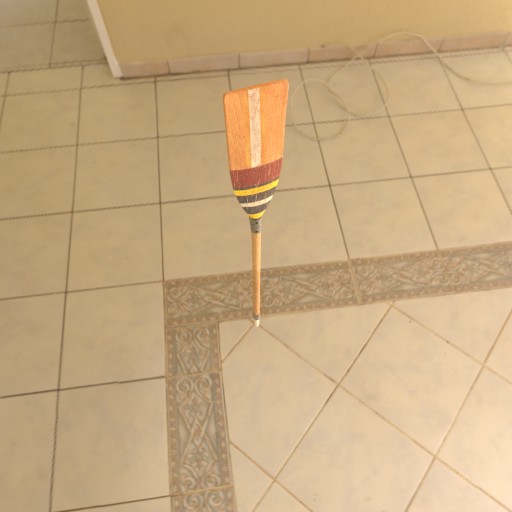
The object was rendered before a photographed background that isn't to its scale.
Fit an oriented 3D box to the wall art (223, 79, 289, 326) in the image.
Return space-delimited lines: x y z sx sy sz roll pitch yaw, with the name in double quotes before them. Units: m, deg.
"wall art" 0.000 0.000 1.631 0.146 1.556 0.038 -15 64 -8
